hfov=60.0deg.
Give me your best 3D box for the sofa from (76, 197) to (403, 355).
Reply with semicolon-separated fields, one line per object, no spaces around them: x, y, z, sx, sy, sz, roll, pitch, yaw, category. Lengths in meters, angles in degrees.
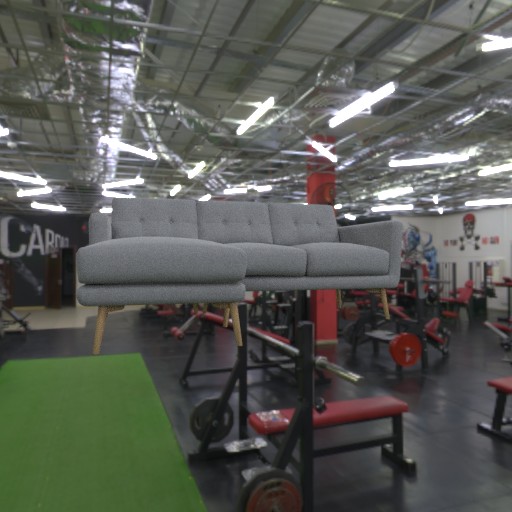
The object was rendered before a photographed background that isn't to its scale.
0.000;0.000;2.854;2.040;0.860;1.530;0;0;-17;sofa
